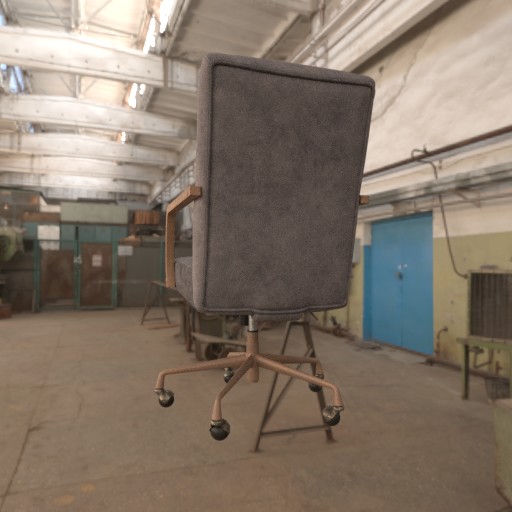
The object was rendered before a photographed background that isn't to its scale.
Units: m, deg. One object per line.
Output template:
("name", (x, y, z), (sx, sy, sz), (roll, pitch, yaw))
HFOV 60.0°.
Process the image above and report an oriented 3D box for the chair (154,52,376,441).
("chair", (0.000, 0.000, 1.484), (0.640, 1.029, 0.741), (0, -1, -18))
